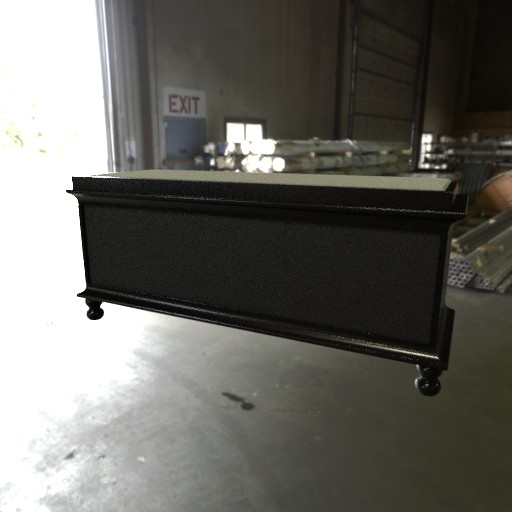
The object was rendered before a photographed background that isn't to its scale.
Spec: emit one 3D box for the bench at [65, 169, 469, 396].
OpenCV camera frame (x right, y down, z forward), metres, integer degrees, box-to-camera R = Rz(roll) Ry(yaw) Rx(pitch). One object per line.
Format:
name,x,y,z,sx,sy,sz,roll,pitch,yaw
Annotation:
bench,0.000,0.000,1.415,1.185,0.501,0.402,7,16,25
